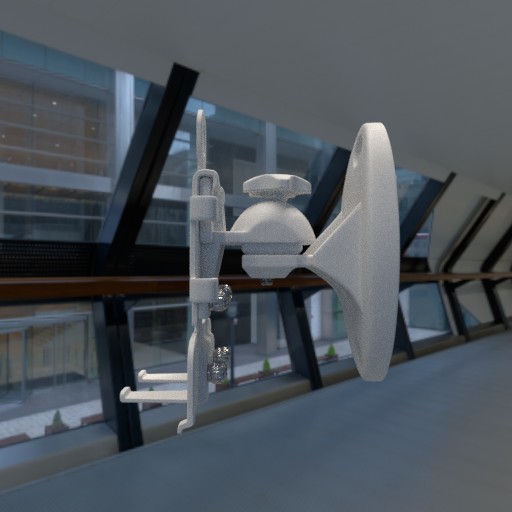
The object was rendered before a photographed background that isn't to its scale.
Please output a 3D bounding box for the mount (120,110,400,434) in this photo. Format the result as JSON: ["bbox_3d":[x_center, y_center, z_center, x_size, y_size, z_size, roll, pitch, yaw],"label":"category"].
[{"bbox_3d":[0.000,0.000,0.180,0.100,0.118,0.066,0,0,-1],"label":"mount"}]
